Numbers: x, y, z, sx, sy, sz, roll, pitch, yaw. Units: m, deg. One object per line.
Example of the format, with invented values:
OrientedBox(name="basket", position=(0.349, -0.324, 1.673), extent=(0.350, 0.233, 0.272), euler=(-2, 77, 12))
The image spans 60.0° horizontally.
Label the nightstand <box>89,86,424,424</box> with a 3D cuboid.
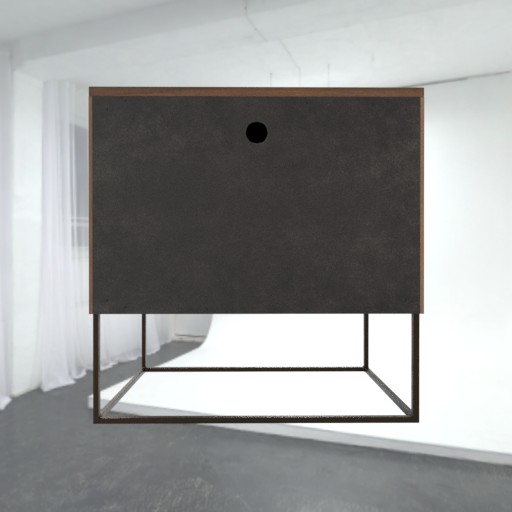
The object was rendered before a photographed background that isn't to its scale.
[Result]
OrientedBox(name="nightstand", position=(0.000, 0.000, 1.012), extent=(0.605, 0.611, 0.427), euler=(0, 0, 0))
